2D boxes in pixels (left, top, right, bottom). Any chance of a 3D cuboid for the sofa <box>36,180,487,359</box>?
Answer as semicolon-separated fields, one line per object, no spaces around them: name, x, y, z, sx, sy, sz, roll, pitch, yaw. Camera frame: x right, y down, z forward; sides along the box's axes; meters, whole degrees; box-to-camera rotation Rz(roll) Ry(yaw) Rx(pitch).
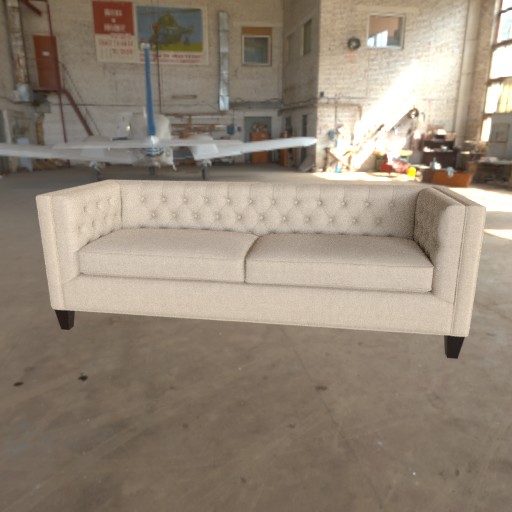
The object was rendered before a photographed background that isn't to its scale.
sofa;0.000;0.000;2.552;2.159;0.762;0.775;2;16;9
